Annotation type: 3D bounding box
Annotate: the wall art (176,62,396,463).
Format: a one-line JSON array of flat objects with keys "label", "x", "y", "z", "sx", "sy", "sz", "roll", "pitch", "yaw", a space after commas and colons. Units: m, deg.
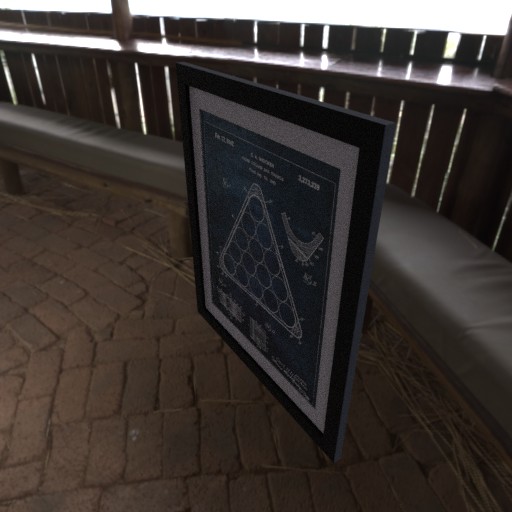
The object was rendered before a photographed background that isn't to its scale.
[{"label": "wall art", "x": 0.000, "y": 0.000, "z": 0.492, "sx": 0.010, "sy": 0.361, "sz": 0.311, "roll": -20, "pitch": 37, "yaw": -29}]
